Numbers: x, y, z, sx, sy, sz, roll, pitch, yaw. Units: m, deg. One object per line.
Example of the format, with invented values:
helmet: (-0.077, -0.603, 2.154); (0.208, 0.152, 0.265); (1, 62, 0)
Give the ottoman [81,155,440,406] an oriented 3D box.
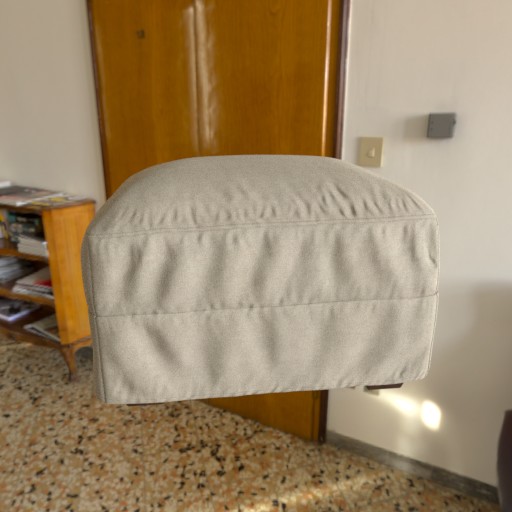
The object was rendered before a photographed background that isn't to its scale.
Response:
ottoman: (0.000, 0.000, 1.082); (0.712, 0.480, 0.584); (-2, 17, -6)
